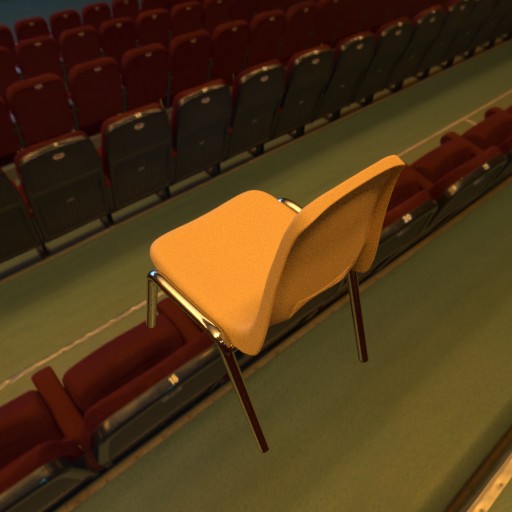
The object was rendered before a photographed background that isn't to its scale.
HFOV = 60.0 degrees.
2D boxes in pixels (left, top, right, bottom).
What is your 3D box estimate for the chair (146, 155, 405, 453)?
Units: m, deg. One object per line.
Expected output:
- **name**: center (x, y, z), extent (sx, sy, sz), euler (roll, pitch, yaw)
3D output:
- **chair**: center (0.000, 0.000, 0.847), extent (0.354, 0.586, 0.423), euler (-32, 54, -27)
